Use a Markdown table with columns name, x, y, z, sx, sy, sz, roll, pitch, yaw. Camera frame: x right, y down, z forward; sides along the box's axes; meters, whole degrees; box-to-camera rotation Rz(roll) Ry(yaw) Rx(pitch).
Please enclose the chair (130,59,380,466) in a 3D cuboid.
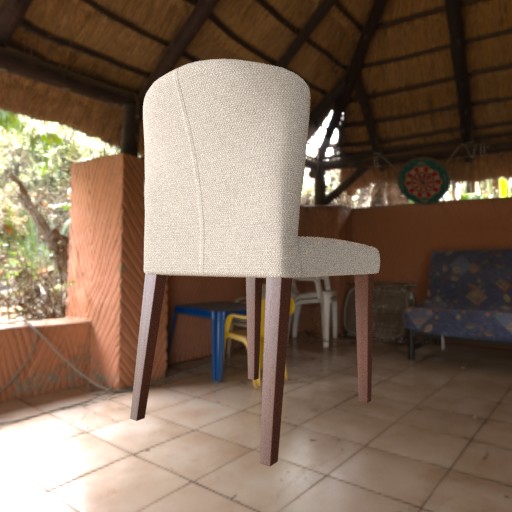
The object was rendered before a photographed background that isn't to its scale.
| name | x | y | z | sx | sy | sz | roll | pitch | yaw |
| --- | --- | --- | --- | --- | --- | --- | --- | --- | --- |
| chair | 0.000 | 0.000 | 1.207 | 0.491 | 0.839 | 0.589 | -1 | -1 | 37 |
